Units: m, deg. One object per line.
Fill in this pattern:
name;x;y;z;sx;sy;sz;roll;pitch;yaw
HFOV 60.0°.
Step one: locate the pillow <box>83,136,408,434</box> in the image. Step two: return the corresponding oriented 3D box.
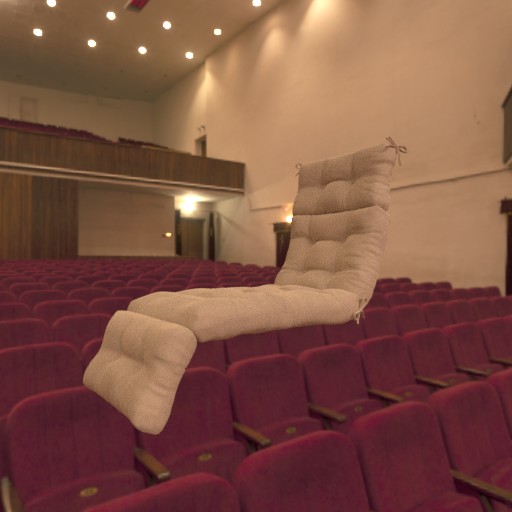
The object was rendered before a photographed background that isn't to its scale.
pillow;0.000;0.000;1.505;1.016;0.863;0.526;1;-1;-36
